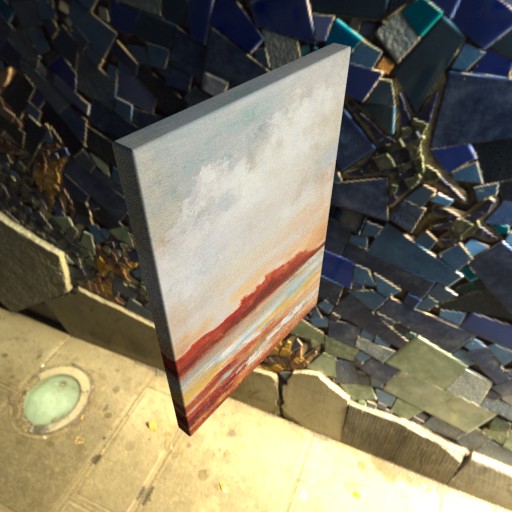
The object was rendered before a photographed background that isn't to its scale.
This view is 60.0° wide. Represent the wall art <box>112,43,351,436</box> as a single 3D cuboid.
[{"bbox_3d":[0.000,0.000,0.784,0.035,0.605,0.443,28,49,28],"label":"wall art"}]
